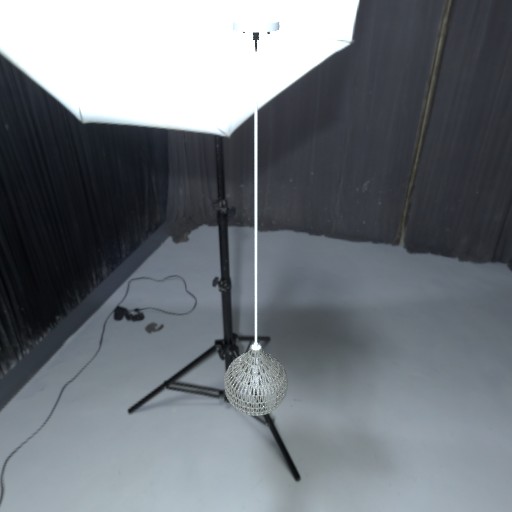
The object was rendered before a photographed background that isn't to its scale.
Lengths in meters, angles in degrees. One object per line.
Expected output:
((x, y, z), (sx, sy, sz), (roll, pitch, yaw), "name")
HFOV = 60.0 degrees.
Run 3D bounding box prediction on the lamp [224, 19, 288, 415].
((0.000, 0.000, 2.042), (0.355, 1.919, 0.355), (10, 33, 15), "lamp")
